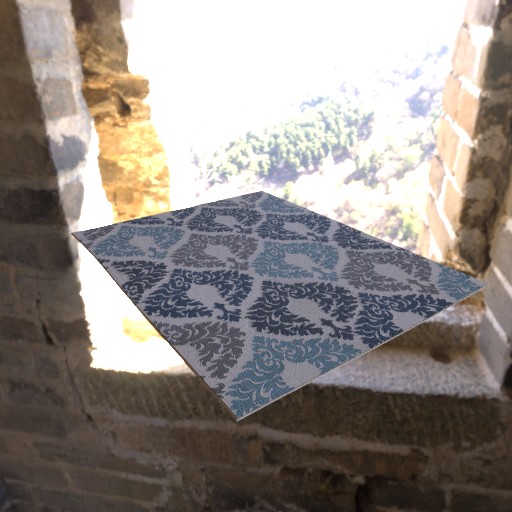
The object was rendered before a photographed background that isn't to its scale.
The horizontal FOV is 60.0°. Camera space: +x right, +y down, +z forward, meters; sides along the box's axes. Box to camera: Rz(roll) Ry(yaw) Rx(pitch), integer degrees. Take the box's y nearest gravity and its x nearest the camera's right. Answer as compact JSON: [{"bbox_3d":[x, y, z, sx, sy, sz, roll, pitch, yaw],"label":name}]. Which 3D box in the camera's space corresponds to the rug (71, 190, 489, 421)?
[{"bbox_3d":[0.000,0.000,3.999,2.423,0.014,3.040,-18,31,-32],"label":"rug"}]
